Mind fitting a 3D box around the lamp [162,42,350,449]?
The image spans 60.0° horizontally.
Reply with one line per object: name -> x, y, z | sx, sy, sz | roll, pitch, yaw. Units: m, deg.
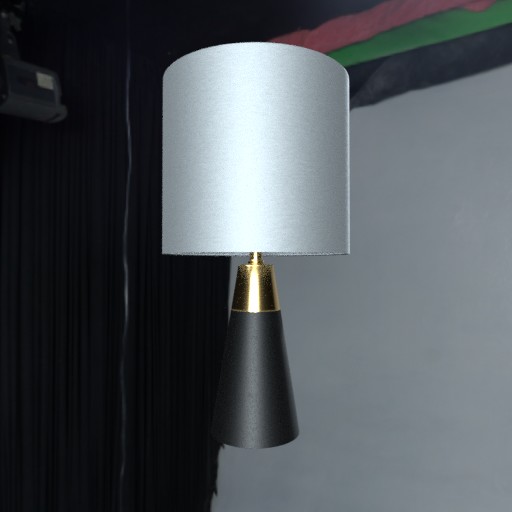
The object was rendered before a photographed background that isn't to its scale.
lamp -> 0.000, 0.000, 0.744 | 0.308, 0.580, 0.308 | -1, -1, 35
